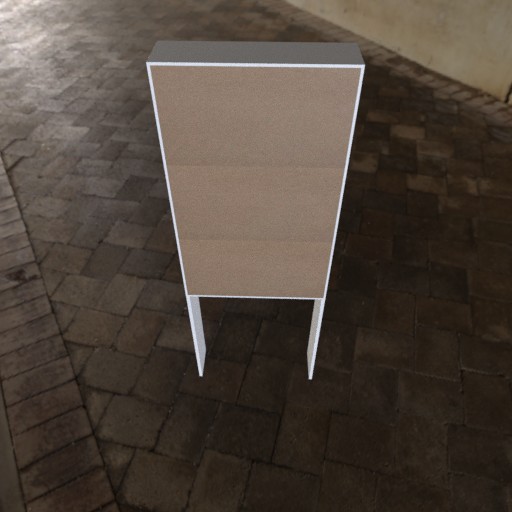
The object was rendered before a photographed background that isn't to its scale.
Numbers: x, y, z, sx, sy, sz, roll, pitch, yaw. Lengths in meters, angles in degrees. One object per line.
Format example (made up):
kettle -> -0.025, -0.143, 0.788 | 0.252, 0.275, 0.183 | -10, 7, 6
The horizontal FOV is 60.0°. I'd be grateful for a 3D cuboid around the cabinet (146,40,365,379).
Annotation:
cabinet -> 0.000, 0.000, 1.987 | 0.643, 1.770, 0.192 | 1, 45, 1
